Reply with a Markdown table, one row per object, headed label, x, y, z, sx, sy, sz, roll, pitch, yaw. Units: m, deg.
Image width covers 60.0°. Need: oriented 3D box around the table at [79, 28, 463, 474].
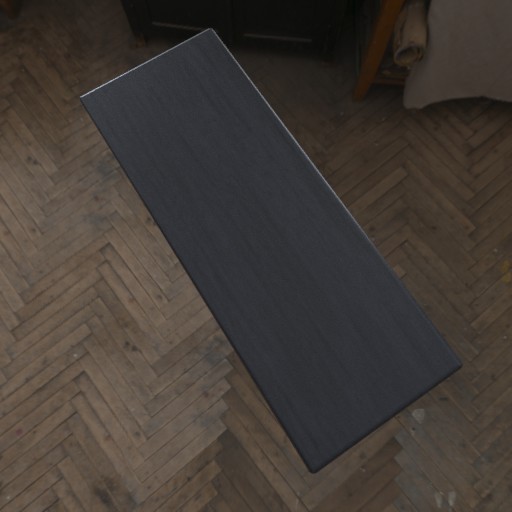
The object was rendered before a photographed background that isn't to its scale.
| label | x | y | z | sx | sy | sz | roll | pitch | yaw |
| --- | --- | --- | --- | --- | --- | --- | --- | --- | --- |
| table | 0.000 | 0.000 | 1.528 | 0.459 | 0.735 | 1.184 | -32 | 77 | -8 |
